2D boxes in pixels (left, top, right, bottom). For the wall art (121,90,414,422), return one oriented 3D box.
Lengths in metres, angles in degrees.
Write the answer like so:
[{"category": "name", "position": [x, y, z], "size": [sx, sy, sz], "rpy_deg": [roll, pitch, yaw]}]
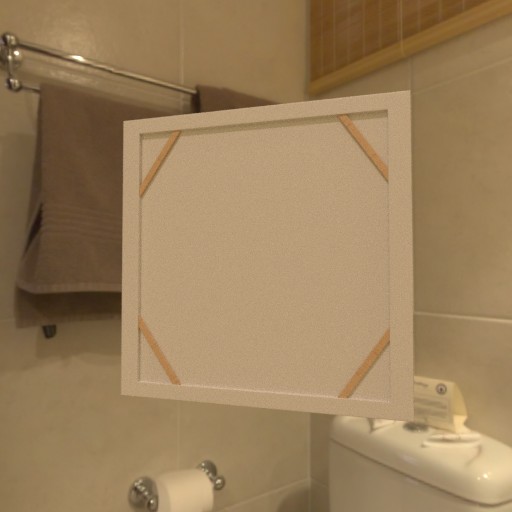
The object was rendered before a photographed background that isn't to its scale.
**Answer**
[{"category": "wall art", "position": [0.000, 0.000, 0.918], "size": [0.610, 0.610, 0.038], "rpy_deg": [-1, -2, 16]}]
